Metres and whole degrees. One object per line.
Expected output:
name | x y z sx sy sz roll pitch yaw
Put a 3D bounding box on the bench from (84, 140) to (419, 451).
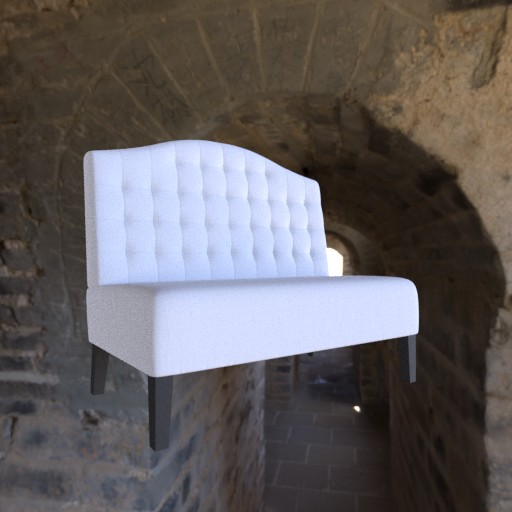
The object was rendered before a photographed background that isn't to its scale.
bench | 0.000 0.000 2.023 1.335 1.180 0.815 0 0 -35
